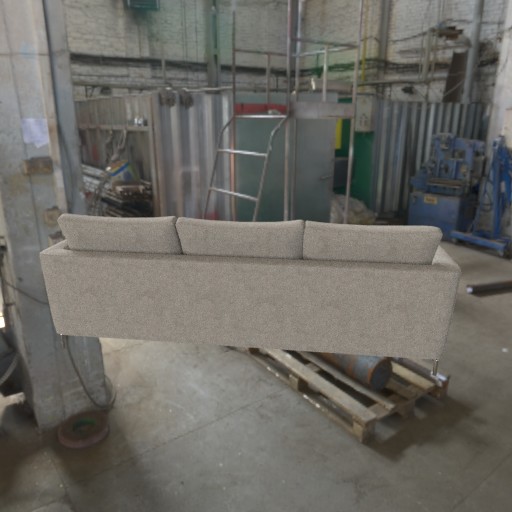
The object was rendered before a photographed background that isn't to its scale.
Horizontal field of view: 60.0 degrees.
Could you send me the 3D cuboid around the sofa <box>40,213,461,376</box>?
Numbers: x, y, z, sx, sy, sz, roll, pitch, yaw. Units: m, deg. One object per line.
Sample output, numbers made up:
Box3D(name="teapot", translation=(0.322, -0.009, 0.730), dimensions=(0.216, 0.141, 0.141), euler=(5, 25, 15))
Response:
Box3D(name="sofa", translation=(0.000, 0.000, 3.268), dimensions=(2.438, 0.864, 1.626), euler=(2, 17, 7))
